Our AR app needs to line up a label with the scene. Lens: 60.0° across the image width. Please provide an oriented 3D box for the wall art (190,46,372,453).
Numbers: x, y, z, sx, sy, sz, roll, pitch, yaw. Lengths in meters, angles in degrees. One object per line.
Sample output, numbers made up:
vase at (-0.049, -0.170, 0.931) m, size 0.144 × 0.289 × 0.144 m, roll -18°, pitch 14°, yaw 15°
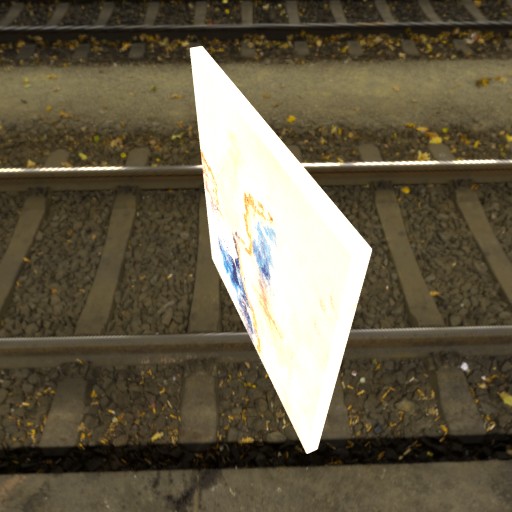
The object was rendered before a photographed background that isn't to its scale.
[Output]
wall art at (0.000, 0.000, 1.321) m, size 0.038 × 0.889 × 0.889 m, roll -17°, pitch 49°, yaw -15°
